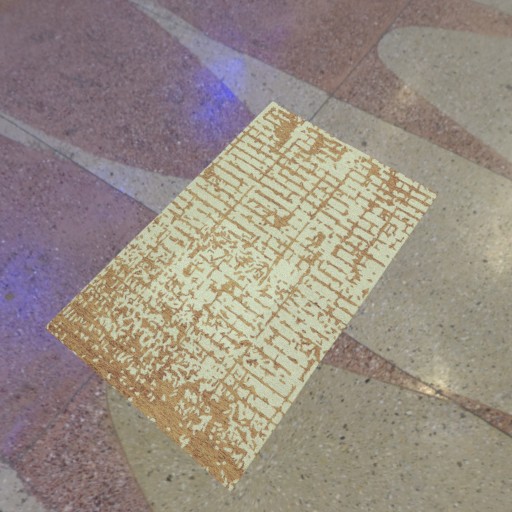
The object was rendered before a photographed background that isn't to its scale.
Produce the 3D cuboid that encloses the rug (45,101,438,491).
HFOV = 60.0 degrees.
[{"bbox_3d":[0.000,0.000,3.035,1.517,0.011,2.435,34,69,16],"label":"rug"}]
